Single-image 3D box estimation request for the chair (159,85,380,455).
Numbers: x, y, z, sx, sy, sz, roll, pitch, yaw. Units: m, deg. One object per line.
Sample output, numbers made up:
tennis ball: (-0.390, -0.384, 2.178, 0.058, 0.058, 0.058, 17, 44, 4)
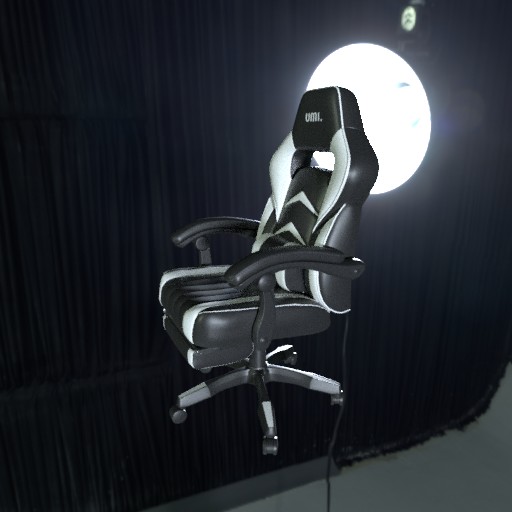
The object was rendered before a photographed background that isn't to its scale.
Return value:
chair: (0.000, 0.000, 1.640, 0.700, 1.200, 0.676, -7, 16, -25)
